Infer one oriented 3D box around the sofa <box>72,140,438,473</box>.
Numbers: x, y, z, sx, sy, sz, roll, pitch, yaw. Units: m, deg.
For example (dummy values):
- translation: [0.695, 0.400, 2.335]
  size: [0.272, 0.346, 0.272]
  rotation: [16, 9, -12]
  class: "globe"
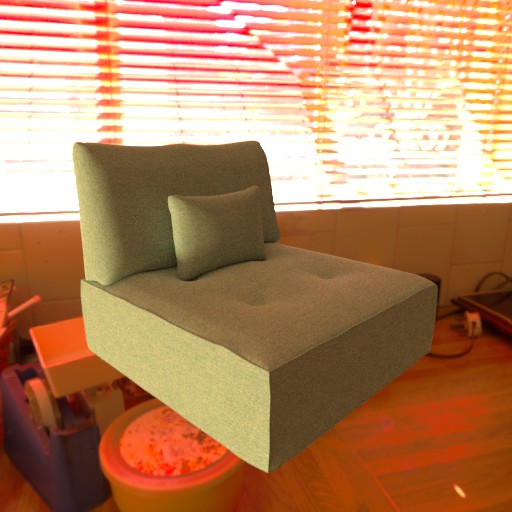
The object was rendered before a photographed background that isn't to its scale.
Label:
- translation: [0.000, 0.000, 1.641]
  size: [1.000, 0.820, 0.930]
  rotation: [14, 21, 43]
  class: "sofa"
